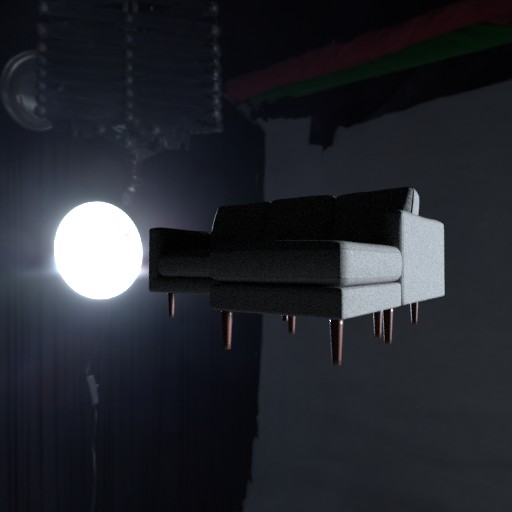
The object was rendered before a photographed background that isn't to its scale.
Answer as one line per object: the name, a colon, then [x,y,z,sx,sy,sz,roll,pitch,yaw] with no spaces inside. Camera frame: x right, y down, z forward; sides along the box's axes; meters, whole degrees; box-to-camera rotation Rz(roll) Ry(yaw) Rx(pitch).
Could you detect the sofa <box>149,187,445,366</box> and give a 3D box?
sofa: [0.000,0.000,3.013,2.055,0.957,1.667,-1,-1,36]
